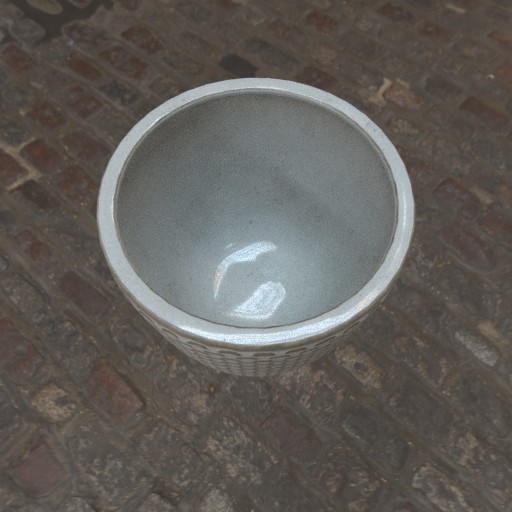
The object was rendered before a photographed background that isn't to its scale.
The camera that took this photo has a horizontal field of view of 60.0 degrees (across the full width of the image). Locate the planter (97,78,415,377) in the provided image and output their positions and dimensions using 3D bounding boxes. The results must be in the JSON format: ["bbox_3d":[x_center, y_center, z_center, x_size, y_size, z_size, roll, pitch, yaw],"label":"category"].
[{"bbox_3d":[0.000,0.000,0.309,0.173,0.160,0.173,0,64,0],"label":"planter"}]
